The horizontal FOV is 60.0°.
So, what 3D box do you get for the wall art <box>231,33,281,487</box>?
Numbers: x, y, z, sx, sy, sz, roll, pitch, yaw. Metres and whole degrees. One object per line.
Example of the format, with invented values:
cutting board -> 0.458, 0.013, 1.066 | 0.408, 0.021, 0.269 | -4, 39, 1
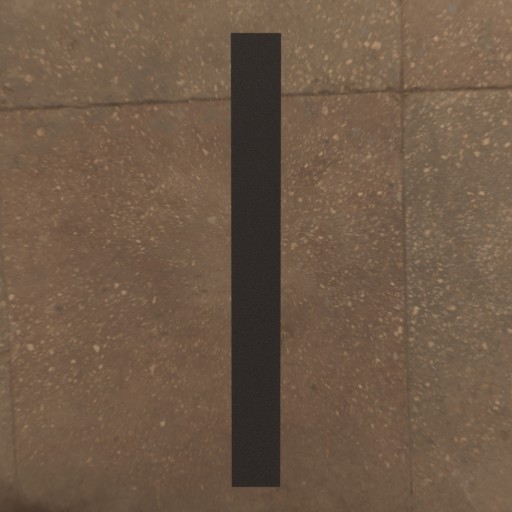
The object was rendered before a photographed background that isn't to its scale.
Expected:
wall art -> 0.000, 0.000, 0.449 | 0.033, 0.304, 0.305 | 0, 92, 0
